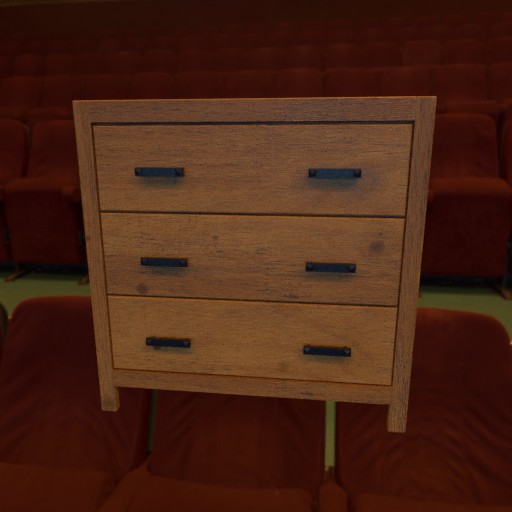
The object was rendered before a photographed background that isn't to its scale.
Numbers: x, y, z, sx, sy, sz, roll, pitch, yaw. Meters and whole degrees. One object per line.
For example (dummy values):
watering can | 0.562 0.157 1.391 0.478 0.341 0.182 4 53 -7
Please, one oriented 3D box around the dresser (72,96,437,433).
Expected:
dresser | 0.000 0.000 1.247 0.804 0.804 0.427 2 14 7
